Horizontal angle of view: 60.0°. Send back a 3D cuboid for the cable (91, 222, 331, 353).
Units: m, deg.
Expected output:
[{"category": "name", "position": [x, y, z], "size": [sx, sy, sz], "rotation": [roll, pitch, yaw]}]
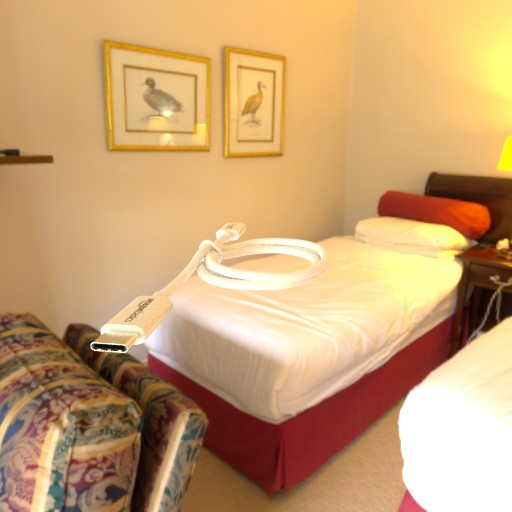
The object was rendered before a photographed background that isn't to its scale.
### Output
[{"category": "cable", "position": [0.000, 0.000, 0.209], "size": [0.070, 0.014, 0.186], "rotation": [2, 15, 8]}]
